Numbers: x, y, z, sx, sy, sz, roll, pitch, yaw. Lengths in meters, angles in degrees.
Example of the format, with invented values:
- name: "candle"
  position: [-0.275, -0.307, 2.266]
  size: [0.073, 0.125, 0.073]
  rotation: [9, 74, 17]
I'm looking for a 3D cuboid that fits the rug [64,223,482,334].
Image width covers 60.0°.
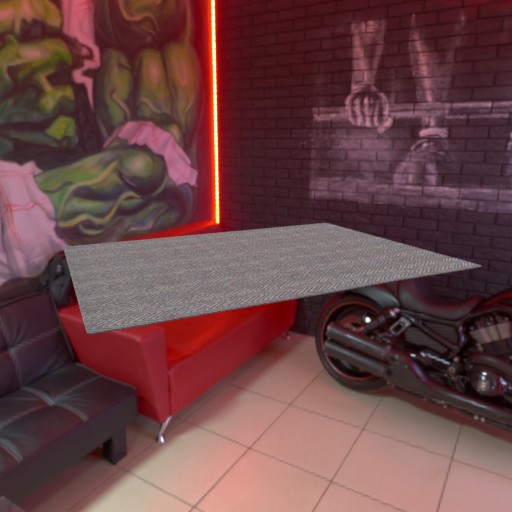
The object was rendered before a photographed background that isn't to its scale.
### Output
- name: "rug"
  position: [0.000, 0.000, 5.121]
  size: [3.957, 0.011, 2.894]
  rotation: [-7, 16, -25]
